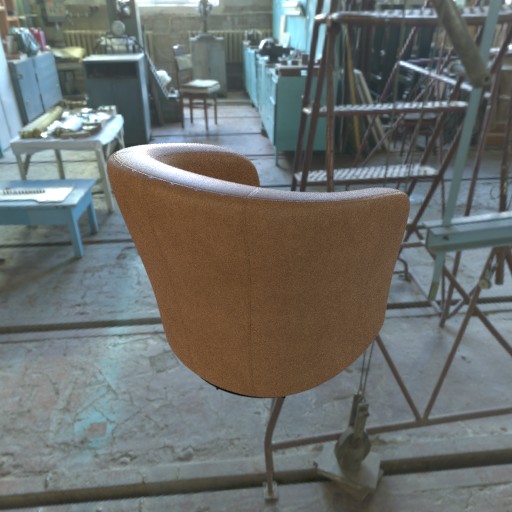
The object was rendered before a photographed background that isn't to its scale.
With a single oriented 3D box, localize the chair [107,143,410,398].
[{"bbox_3d":[0.000,0.000,1.470,0.791,0.771,0.815,22,37,33],"label":"chair"}]
